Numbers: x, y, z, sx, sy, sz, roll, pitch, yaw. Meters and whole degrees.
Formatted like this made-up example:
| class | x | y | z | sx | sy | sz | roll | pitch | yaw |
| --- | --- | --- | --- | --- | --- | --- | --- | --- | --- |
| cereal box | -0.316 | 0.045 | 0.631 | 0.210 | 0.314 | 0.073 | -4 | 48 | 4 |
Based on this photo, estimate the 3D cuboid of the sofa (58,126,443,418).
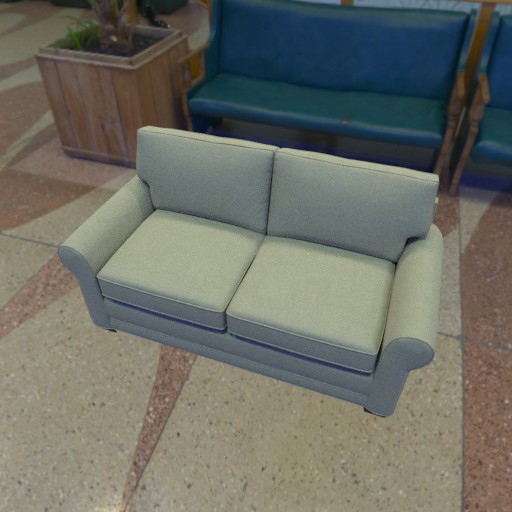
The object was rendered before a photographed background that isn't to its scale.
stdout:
| class | x | y | z | sx | sy | sz | roll | pitch | yaw |
| --- | --- | --- | --- | --- | --- | --- | --- | --- | --- |
| sofa | 0.000 | 0.000 | 2.282 | 1.774 | 0.933 | 0.861 | 13 | 43 | 15 |
